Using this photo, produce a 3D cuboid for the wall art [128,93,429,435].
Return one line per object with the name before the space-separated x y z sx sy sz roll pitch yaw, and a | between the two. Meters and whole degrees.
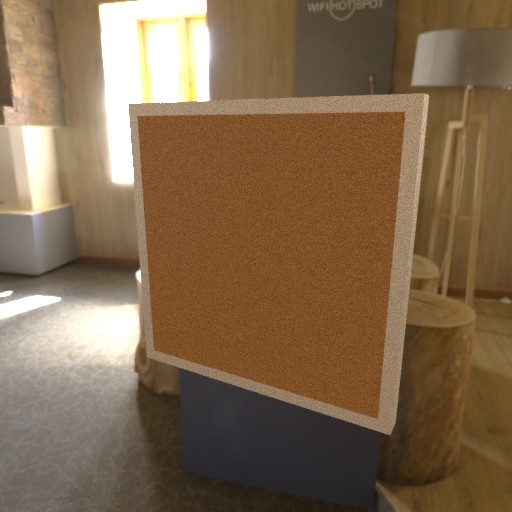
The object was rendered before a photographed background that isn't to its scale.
wall art | 0.000 0.000 0.764 0.507 0.508 0.038 9 18 28
